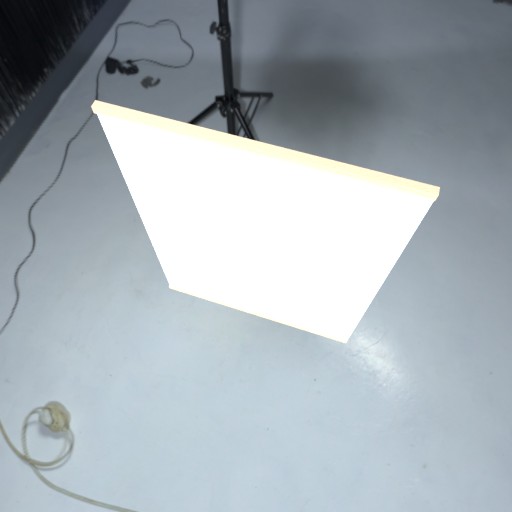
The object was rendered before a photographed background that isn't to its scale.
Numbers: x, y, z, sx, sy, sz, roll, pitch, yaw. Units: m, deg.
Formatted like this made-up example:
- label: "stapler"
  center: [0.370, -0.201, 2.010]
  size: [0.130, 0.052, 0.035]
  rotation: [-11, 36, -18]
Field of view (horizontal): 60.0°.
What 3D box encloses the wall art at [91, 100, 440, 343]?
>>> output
- label: "wall art"
  center: [0.000, 0.000, 0.829]
  size: [0.459, 0.608, 0.012]
  rotation: [16, 64, 8]
